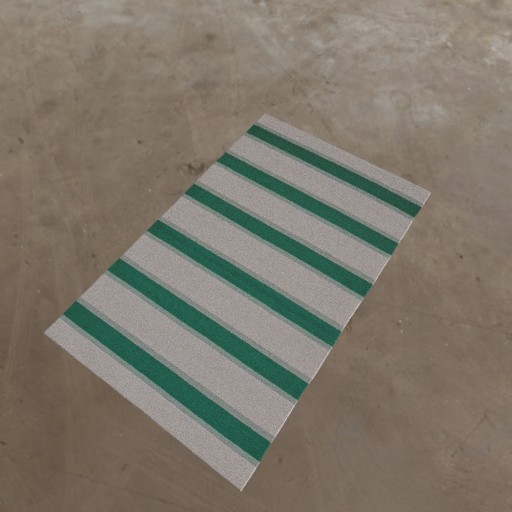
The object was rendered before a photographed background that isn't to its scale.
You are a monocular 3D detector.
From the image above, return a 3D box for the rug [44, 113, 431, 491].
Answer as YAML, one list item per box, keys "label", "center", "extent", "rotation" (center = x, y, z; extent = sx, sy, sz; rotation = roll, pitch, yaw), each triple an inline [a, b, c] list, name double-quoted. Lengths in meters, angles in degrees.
- label: "rug"
  center: [0.000, 0.000, 3.044]
  extent: [1.521, 0.015, 2.436]
  rotation: [31, 63, 17]
